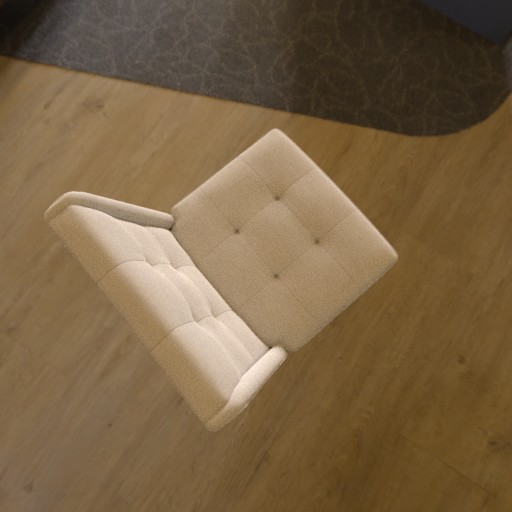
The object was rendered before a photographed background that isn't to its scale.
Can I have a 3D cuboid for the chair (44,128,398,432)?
[{"bbox_3d":[0.000,0.000,1.294,0.676,0.853,0.569,-40,80,-8],"label":"chair"}]
